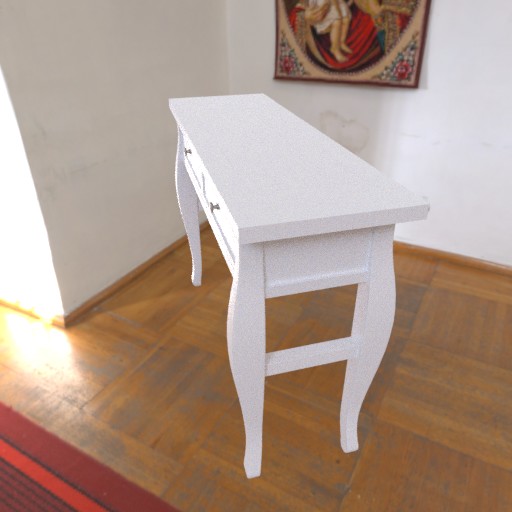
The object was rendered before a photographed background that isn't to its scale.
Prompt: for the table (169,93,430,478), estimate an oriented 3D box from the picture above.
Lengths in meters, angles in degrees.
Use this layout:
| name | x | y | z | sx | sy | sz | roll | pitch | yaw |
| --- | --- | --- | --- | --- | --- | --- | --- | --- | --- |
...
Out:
| name | x | y | z | sx | sy | sz | roll | pitch | yaw |
| --- | --- | --- | --- | --- | --- | --- | --- | --- | --- |
| table | 0.000 | 0.000 | 1.394 | 0.373 | 0.768 | 1.062 | -8 | 32 | -13 |
